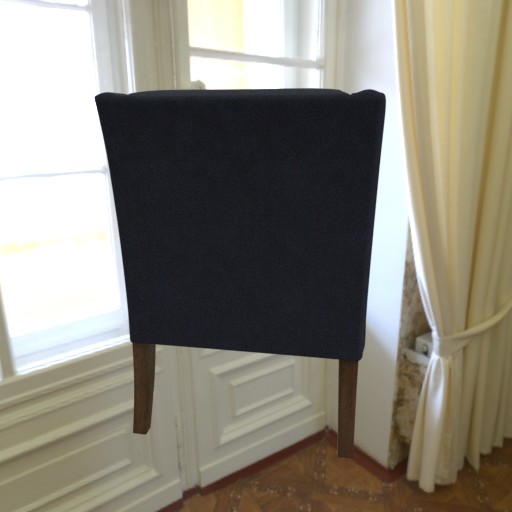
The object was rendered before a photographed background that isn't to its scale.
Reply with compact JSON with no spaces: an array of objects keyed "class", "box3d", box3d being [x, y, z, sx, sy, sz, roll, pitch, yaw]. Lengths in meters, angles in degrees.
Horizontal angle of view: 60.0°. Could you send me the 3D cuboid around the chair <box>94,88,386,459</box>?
[{"class":"chair","box3d":[0.000,0.000,1.313,0.629,0.895,0.629,3,17,9]}]
